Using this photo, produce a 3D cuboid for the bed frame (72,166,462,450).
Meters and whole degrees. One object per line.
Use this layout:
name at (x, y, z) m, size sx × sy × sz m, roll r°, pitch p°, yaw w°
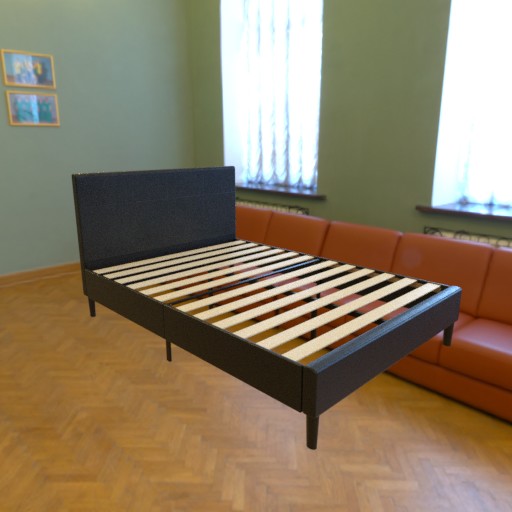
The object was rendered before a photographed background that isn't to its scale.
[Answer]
bed frame at (0.000, 0.000, 2.948) m, size 1.469 × 1.046 × 2.152 m, roll -14°, pitch 20°, yaw -43°
